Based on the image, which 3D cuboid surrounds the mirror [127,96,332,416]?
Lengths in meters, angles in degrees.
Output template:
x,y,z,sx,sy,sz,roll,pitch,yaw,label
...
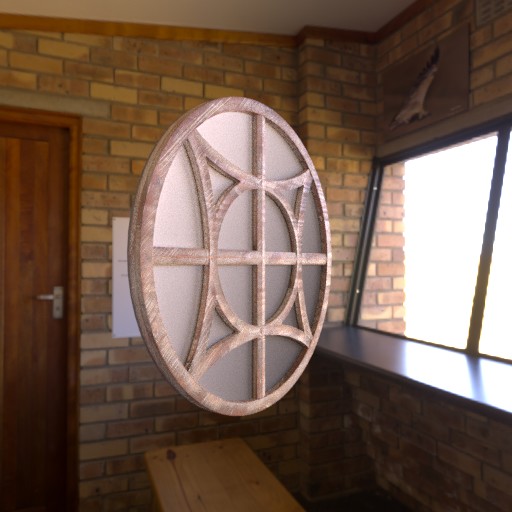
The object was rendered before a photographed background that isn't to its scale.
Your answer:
x,y,z,sx,sy,sz,roll,pitch,yaw,label
0.000,0.000,1.038,0.038,0.710,0.710,-1,-1,36,mirror
